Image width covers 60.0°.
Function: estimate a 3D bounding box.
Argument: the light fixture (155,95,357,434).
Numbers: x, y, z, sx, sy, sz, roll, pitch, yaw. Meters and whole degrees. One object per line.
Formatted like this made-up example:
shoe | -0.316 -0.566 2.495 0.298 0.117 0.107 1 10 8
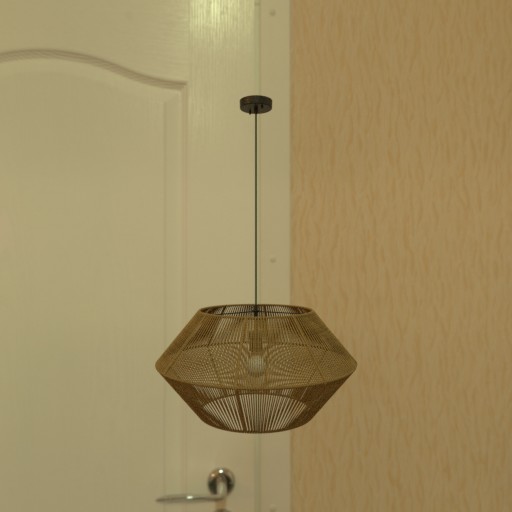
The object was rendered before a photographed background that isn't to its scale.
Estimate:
light fixture | 0.000 0.000 1.441 0.643 1.009 0.643 0 0 0
